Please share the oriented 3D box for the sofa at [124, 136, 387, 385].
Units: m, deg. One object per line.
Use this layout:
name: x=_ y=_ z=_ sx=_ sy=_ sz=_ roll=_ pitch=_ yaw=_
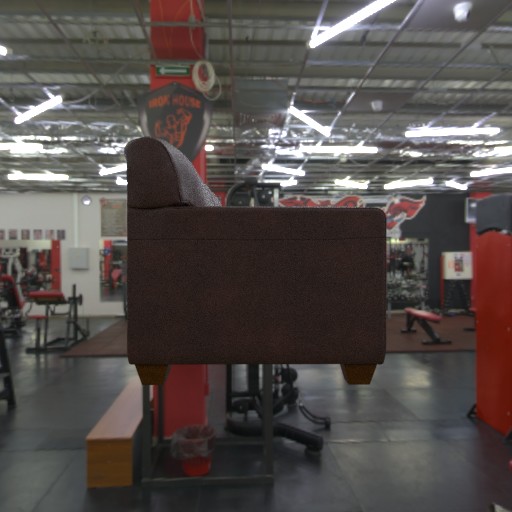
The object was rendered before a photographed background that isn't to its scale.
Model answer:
sofa: x=0.000 y=0.000 z=2.605 sx=1.008 sy=0.953 sz=2.039 roll=0 pitch=0 yaw=0
